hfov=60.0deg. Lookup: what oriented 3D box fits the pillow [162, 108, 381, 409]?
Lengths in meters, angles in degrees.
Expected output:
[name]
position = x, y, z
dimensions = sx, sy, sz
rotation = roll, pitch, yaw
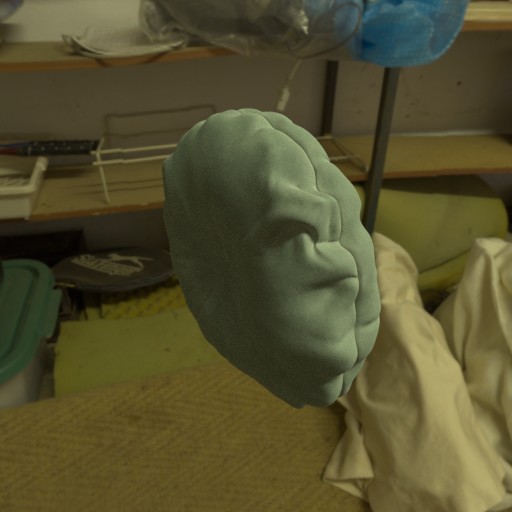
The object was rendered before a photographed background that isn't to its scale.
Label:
[pillow]
position = 0.000, 0.000, 0.645
dimensions = 0.148, 0.407, 0.428
rotation = -21, 37, -30
